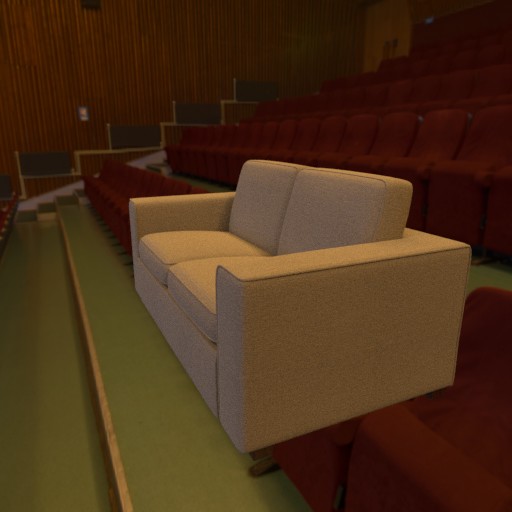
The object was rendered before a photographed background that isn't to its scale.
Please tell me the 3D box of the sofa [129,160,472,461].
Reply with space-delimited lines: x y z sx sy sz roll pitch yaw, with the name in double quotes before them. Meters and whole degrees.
"sofa" 0.000 0.000 2.358 1.007 0.924 1.812 -7 17 -25
